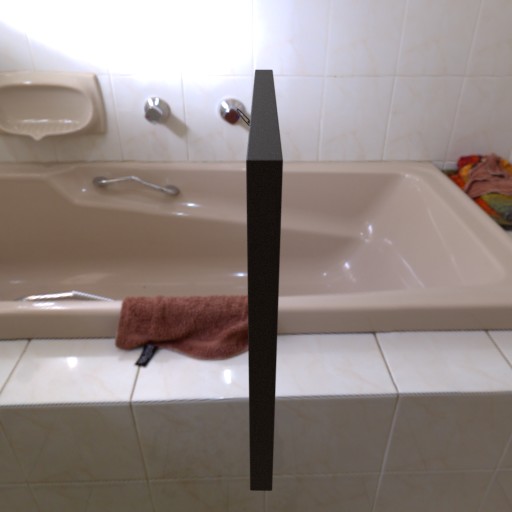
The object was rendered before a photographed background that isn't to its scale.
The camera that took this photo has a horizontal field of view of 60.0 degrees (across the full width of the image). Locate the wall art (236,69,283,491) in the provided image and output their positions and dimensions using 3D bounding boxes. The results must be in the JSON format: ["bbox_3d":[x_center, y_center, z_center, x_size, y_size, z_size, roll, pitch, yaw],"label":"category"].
[{"bbox_3d":[0.000,0.000,0.511,0.038,0.349,0.349,0,31,1],"label":"wall art"}]
